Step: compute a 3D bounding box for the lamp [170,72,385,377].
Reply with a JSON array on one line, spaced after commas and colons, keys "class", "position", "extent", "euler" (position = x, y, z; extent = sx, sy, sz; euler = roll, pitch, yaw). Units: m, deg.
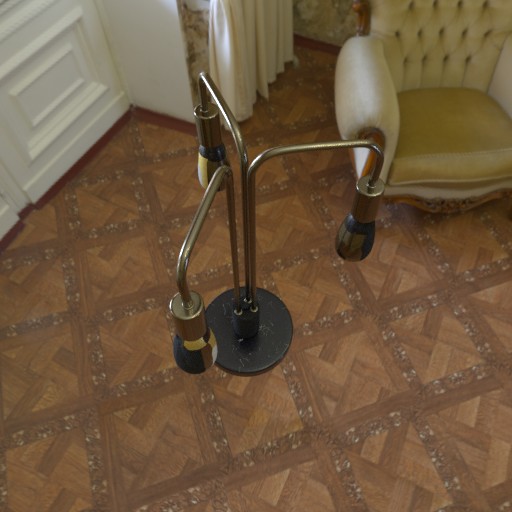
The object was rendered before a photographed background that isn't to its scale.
[{"class": "lamp", "position": [0.000, 0.000, 0.777], "extent": [0.355, 0.560, 0.368], "euler": [-17, 59, -11]}]
